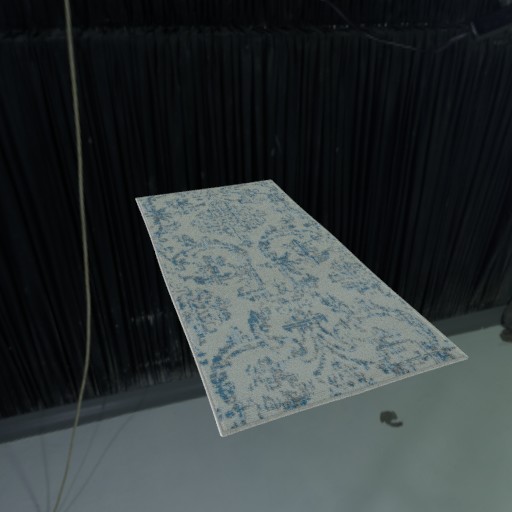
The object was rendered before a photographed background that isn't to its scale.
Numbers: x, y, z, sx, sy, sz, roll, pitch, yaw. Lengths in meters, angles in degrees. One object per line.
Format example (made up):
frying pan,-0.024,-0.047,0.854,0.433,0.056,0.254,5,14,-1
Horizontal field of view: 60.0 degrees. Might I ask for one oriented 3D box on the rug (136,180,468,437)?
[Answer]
rug,0.000,0.000,1.432,0.605,0.007,1.220,-11,33,-18
